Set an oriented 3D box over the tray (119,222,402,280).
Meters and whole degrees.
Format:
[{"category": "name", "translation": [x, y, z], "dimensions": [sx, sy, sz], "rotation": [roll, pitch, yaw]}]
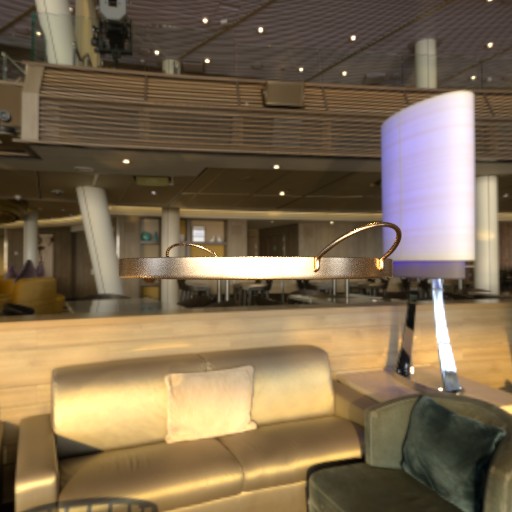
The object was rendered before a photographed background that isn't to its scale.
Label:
[{"category": "tray", "translation": [0.000, 0.000, 0.741], "dimensions": [0.438, 0.069, 0.543], "rotation": [1, -2, -35]}]
